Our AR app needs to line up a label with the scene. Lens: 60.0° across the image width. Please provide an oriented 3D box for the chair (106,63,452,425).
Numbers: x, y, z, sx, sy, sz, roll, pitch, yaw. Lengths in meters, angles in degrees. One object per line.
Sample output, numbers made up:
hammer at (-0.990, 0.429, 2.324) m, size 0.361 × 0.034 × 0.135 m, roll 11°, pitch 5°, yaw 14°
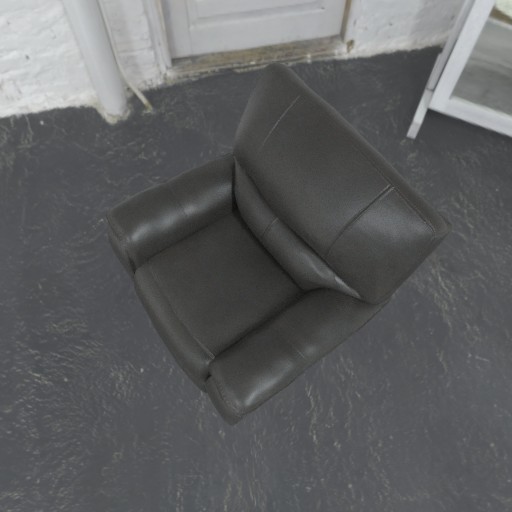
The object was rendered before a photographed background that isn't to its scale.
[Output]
chair at (0.000, 0.000, 2.004) m, size 1.087 × 1.109 × 1.096 m, roll -33°, pitch 68°, yaw -15°
